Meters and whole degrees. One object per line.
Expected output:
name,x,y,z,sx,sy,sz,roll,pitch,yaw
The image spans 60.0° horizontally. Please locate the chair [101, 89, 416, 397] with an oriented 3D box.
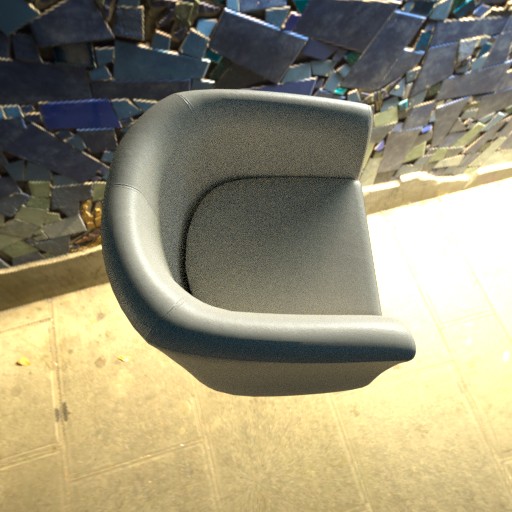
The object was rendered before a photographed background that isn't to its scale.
chair,0.000,0.000,1.374,0.727,0.756,0.792,-1,63,-1
